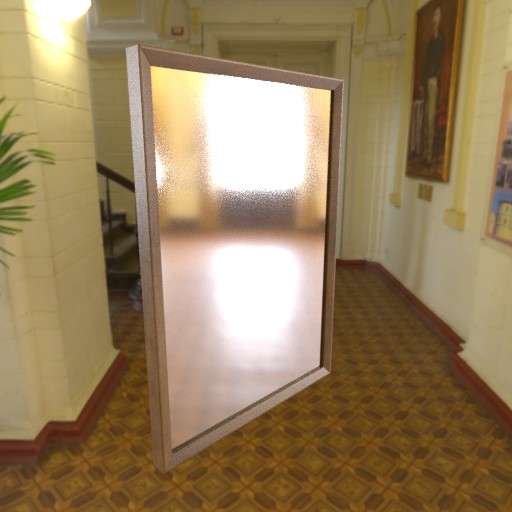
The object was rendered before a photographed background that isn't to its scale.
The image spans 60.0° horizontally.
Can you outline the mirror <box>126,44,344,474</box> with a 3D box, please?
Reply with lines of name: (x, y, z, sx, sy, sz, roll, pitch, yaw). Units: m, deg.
mirror: (0.000, 0.000, 0.894, 0.039, 0.711, 0.508, 14, 20, 43)
